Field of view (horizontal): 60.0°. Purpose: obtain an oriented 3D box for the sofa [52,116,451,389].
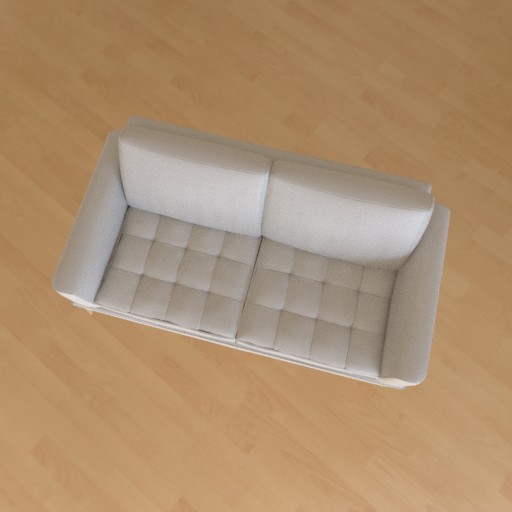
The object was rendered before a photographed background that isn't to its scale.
[{"bbox_3d":[0.000,0.000,2.695,2.177,0.930,1.121,14,74,4],"label":"sofa"}]
